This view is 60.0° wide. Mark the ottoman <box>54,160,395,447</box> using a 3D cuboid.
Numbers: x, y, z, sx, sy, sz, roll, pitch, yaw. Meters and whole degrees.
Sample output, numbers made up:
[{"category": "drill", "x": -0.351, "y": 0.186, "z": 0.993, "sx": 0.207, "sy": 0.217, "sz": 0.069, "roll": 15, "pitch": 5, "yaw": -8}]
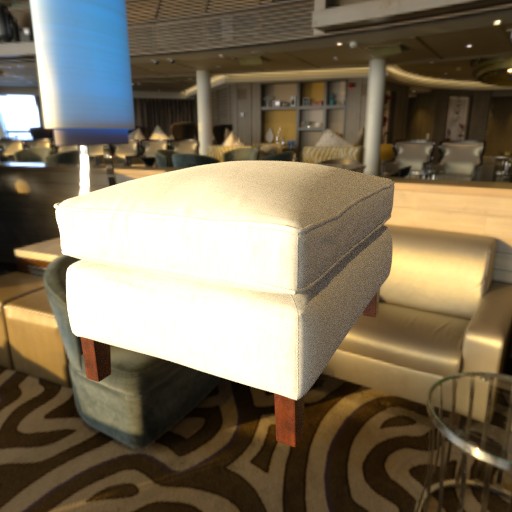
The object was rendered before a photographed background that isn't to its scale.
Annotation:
[{"category": "ottoman", "x": 0.000, "y": 0.000, "z": 0.972, "sx": 0.501, "sy": 0.406, "sz": 0.665, "roll": 8, "pitch": 17, "yaw": 26}]
